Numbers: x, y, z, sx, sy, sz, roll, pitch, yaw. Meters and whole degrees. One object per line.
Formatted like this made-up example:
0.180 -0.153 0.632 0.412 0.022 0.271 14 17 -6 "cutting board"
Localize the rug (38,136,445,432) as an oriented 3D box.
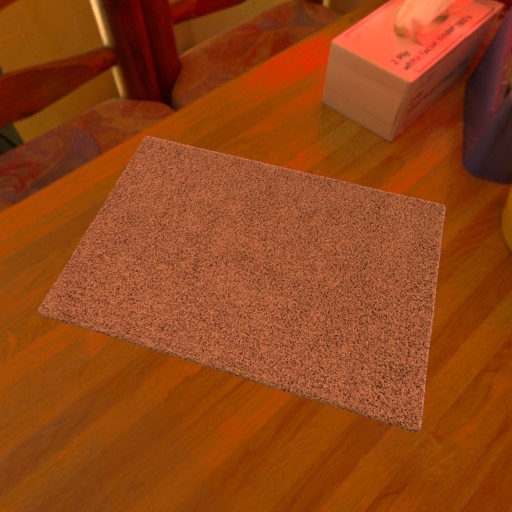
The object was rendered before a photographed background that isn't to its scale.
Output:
0.000 0.000 2.244 1.778 0.030 1.219 15 60 9 "rug"
